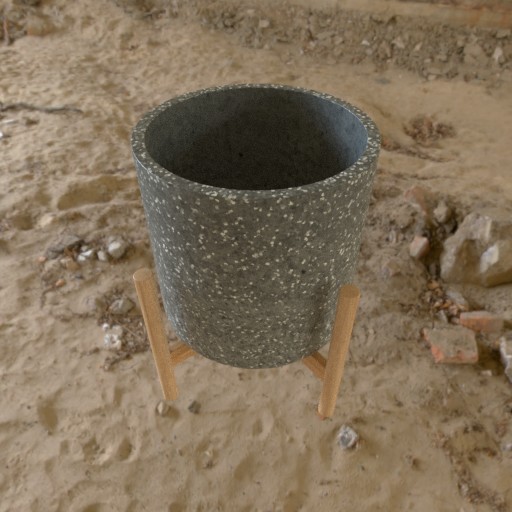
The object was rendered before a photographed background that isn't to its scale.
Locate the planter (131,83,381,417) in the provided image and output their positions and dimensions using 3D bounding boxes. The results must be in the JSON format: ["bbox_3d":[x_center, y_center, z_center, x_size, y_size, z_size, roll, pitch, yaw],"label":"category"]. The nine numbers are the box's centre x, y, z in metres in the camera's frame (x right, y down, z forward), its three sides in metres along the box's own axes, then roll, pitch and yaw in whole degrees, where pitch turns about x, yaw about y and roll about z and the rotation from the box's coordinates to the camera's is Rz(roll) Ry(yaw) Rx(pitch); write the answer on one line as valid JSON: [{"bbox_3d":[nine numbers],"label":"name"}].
[{"bbox_3d":[0.000,0.000,0.687,0.360,0.419,0.360,-11,43,-12],"label":"planter"}]
